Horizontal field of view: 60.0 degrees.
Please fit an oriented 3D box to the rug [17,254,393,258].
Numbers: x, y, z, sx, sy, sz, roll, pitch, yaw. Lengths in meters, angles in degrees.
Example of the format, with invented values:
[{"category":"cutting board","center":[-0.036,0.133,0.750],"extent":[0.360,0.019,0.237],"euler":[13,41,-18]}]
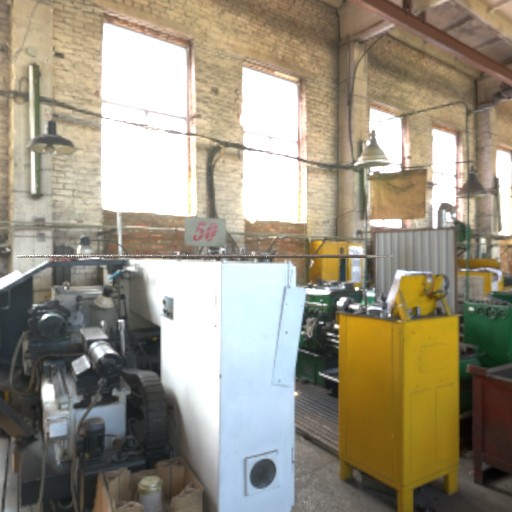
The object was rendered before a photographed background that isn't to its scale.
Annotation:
[{"category":"rug","center":[0.000,0.000,2.856],"extent":[1.609,0.013,2.214],"euler":[0,0,19]}]
